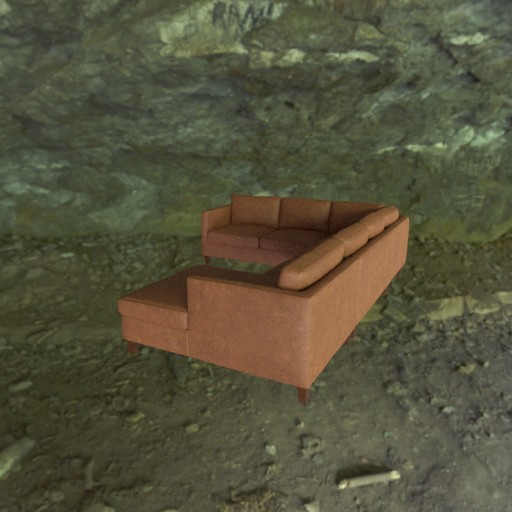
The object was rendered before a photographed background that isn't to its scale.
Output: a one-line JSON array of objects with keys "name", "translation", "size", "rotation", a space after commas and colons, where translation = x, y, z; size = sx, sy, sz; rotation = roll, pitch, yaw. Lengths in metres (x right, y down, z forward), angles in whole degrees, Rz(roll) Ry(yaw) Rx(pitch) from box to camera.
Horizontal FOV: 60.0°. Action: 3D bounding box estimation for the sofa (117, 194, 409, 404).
[{"name": "sofa", "translation": [0.000, 0.000, 4.752], "size": [2.593, 0.923, 3.460], "rotation": [8, 16, 27]}]
